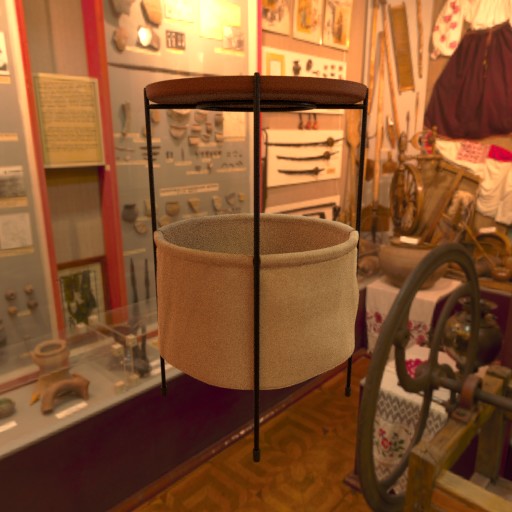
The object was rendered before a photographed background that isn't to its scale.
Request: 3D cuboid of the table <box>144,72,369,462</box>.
[{"bbox_3d":[0.000,0.000,0.874,0.393,0.623,0.393,15,21,43],"label":"table"}]
